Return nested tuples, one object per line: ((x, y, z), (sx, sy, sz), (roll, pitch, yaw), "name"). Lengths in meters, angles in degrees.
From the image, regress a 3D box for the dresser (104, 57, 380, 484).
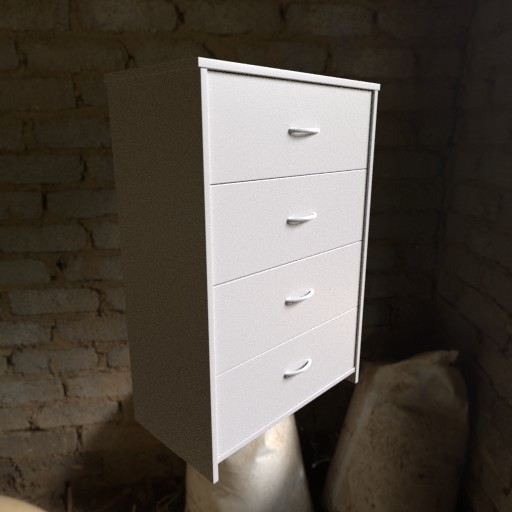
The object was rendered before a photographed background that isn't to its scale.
((0.000, 0.000, 1.373), (0.401, 1.021, 0.704), (15, 21, 42), "dresser")
